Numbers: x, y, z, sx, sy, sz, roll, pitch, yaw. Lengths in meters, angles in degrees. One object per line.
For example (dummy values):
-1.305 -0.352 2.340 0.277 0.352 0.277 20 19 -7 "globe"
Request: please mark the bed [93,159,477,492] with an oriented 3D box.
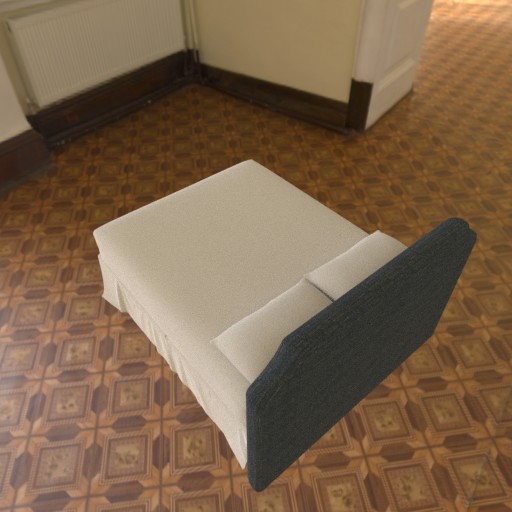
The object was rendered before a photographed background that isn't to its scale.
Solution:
0.000 0.000 3.254 1.828 1.297 2.208 -30 52 -28 "bed"
